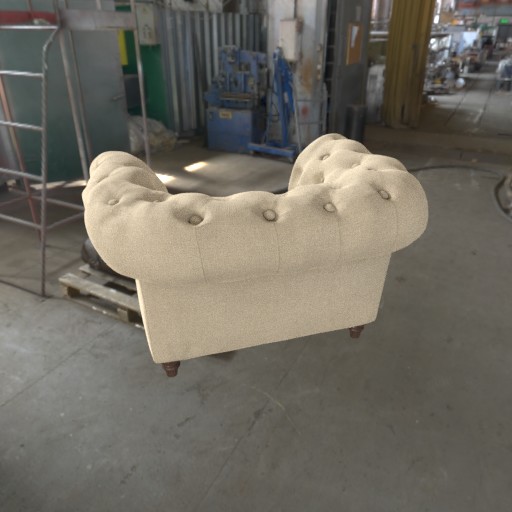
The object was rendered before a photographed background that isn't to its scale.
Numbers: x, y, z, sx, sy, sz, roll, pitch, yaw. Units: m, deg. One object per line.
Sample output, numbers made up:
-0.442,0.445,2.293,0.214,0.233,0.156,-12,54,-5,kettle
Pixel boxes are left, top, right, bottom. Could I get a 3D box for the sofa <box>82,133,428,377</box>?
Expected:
0.000,0.000,2.033,1.405,0.878,1.034,-8,28,-16,sofa
